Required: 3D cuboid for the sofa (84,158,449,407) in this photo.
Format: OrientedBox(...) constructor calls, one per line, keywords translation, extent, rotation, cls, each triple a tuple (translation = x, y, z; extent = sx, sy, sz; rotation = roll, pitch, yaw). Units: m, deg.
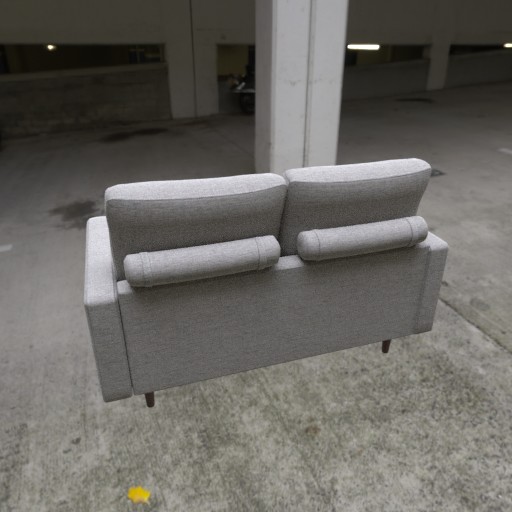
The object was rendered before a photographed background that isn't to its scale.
OrientedBox(translation=(0.000, 0.000, 1.975), extent=(1.407, 0.907, 0.842), rotation=(-8, 27, -16), cls="sofa")
